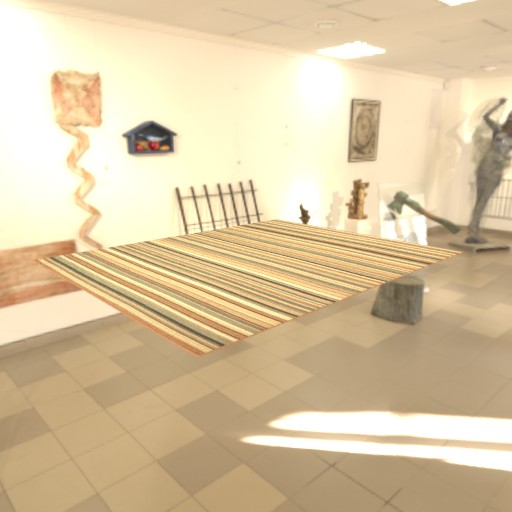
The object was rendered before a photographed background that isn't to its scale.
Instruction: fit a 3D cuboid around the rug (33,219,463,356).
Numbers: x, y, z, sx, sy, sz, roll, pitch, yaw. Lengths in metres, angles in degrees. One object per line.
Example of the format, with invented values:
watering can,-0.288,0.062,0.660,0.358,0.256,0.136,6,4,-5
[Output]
rug,0.000,0.000,3.998,3.045,0.011,2.436,-13,20,-41
